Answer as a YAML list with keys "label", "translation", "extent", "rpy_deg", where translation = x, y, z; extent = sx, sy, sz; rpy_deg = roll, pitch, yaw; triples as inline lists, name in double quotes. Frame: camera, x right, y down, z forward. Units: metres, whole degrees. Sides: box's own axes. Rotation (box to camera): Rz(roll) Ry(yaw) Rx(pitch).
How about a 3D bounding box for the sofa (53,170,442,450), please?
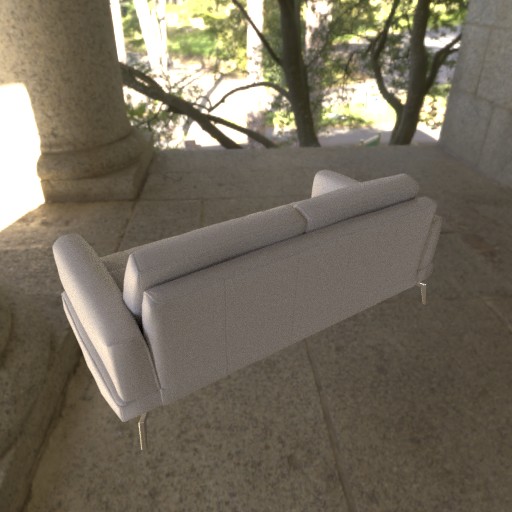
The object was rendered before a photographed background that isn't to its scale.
- label: "sofa"
  translation: [0.000, 0.000, 2.704]
  extent: [2.177, 0.930, 1.121]
  rpy_deg: [-19, 35, -29]
